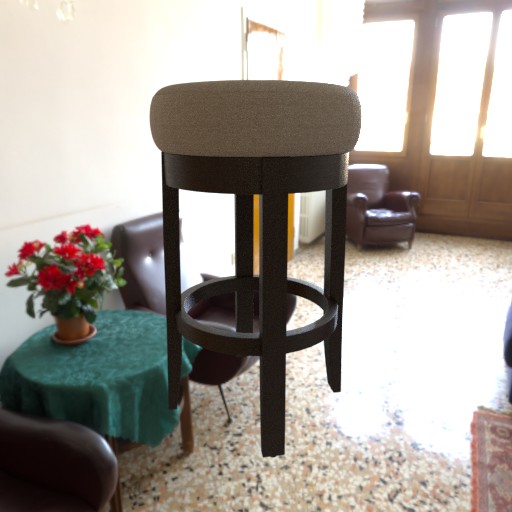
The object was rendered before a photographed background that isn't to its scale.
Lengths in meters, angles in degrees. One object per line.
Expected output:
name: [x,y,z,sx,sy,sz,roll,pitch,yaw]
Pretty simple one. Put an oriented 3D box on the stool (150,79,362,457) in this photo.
stool: [0.000,0.000,1.033,0.443,0.757,0.443,0,17,0]
